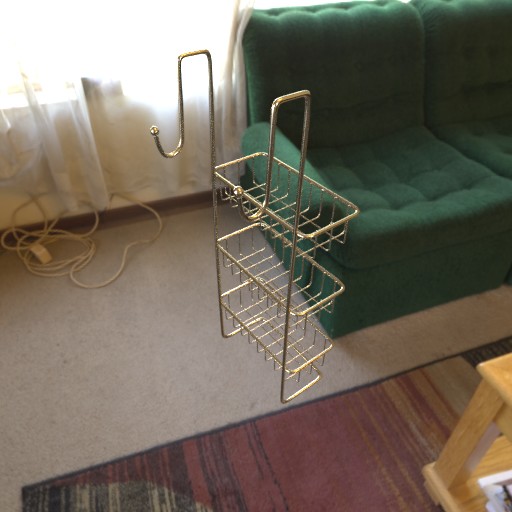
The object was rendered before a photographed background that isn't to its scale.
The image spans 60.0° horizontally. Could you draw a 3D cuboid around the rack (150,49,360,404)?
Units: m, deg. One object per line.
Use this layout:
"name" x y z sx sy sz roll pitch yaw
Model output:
"rack" 0.000 0.000 0.698 0.202 0.574 0.228 -26 46 -28
